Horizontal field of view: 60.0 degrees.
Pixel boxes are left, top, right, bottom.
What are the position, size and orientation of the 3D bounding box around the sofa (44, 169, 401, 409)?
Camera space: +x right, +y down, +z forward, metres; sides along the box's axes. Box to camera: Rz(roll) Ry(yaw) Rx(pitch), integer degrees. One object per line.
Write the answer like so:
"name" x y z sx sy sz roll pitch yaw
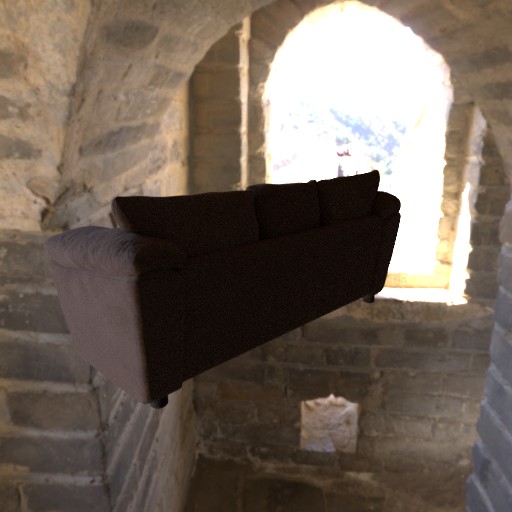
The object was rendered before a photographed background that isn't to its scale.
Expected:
"sofa" 0.000 0.000 2.864 0.878 1.015 2.336 15 21 43
